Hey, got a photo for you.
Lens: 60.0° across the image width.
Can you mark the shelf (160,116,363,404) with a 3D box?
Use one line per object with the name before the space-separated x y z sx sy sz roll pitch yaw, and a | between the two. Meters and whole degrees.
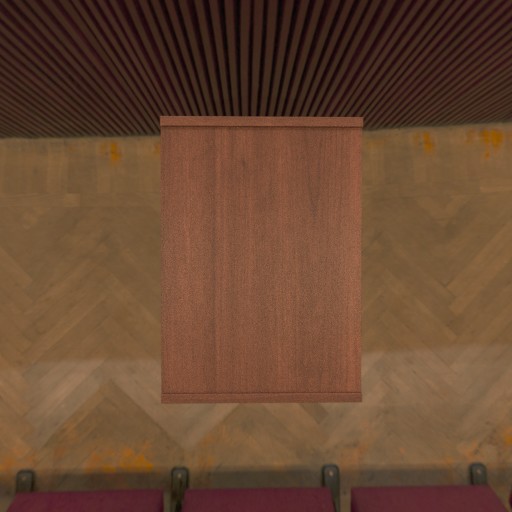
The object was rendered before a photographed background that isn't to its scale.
shelf | 0.000 0.000 1.074 0.290 0.879 0.414 0 91 -1
